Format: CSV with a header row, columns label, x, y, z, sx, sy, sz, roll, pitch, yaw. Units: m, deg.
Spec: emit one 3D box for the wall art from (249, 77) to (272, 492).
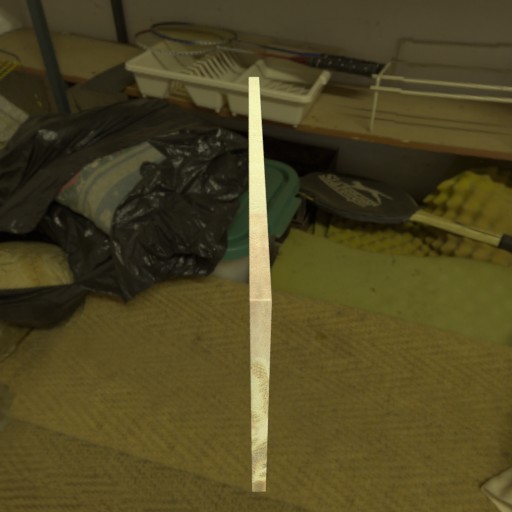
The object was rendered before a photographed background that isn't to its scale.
label,x,y,z,sx,sy,sz,roll,pitch,yaw
wall art,0.000,0.000,1.430,0.041,0.758,1.142,-1,40,-1
